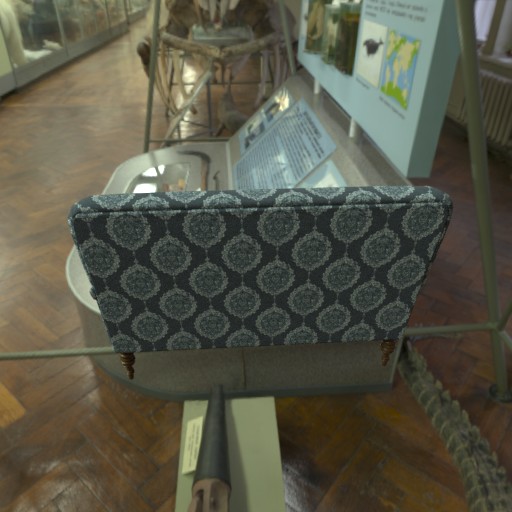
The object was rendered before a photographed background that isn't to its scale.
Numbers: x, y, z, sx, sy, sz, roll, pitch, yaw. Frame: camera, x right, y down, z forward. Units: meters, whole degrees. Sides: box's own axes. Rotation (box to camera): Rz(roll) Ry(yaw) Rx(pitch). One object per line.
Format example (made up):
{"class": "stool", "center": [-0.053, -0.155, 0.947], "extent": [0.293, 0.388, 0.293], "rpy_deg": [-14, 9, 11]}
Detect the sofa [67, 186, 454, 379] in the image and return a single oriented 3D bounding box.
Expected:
{"class": "sofa", "center": [0.000, 0.000, 1.866], "extent": [1.297, 0.867, 0.779], "rpy_deg": [-2, 32, -3]}
